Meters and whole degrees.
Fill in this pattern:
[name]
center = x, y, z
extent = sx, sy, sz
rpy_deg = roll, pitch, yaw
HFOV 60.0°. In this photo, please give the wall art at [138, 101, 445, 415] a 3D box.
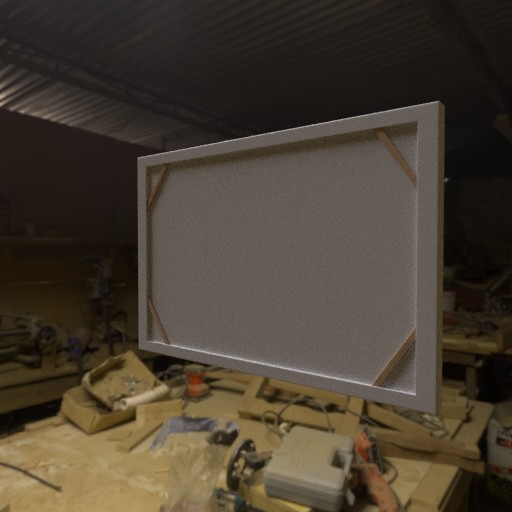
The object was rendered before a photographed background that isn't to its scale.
[wall art]
center = 0.000, 0.000, 1.150
extent = 0.914, 0.609, 0.038
rpy_deg = 1, 2, 37
